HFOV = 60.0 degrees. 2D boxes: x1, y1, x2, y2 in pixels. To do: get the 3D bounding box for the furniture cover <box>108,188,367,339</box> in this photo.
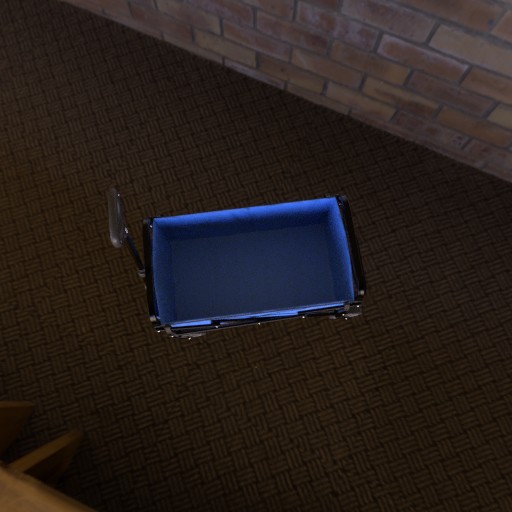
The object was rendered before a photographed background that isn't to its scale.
[{"bbox_3d":[0.000,0.000,1.772,1.038,1.295,0.532,-7,76,-2],"label":"furniture cover"}]
